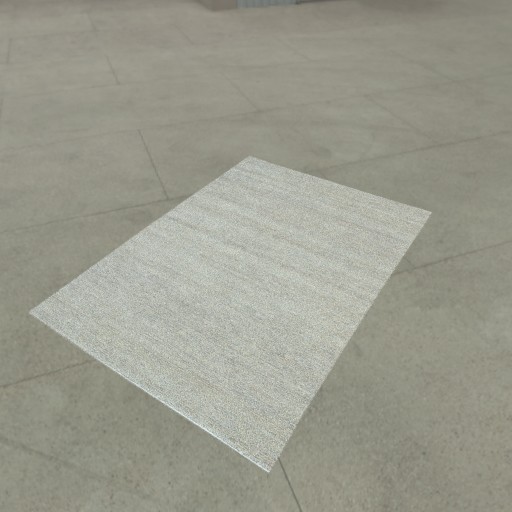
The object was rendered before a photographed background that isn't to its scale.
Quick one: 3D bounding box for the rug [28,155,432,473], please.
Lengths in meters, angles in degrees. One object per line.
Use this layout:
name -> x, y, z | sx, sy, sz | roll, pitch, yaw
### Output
rug -> 0.000, 0.000, 2.888 | 1.624, 0.030, 2.264 | 23, 46, 25
